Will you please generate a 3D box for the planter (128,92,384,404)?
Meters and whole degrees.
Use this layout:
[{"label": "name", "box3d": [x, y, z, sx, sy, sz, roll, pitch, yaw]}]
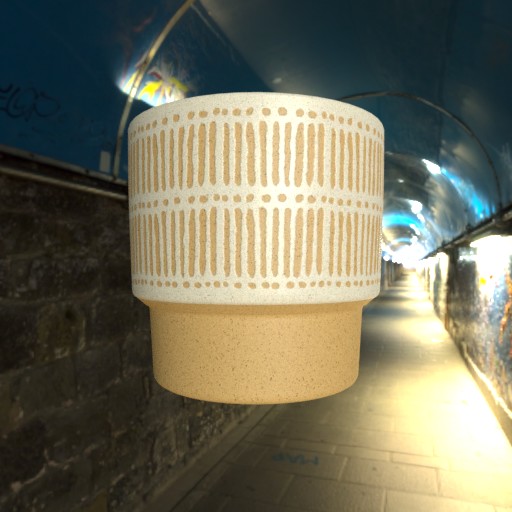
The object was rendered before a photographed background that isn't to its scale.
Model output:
[{"label": "planter", "box3d": [0.000, 0.000, 0.568, 0.317, 0.303, 0.317, 0, -1, 0]}]
